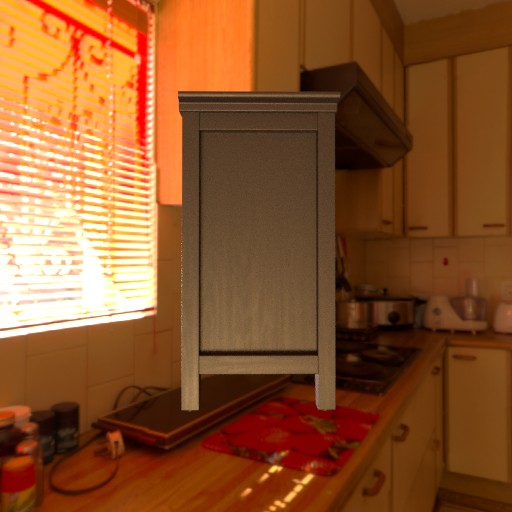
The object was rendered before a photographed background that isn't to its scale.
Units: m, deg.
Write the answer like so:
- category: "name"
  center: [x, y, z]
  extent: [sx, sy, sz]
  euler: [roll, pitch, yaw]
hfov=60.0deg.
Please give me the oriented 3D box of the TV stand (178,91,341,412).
- category: "TV stand"
  center: [0.000, 0.000, 1.527]
  extent: [0.347, 0.681, 1.198]
  euler: [0, -1, -1]
